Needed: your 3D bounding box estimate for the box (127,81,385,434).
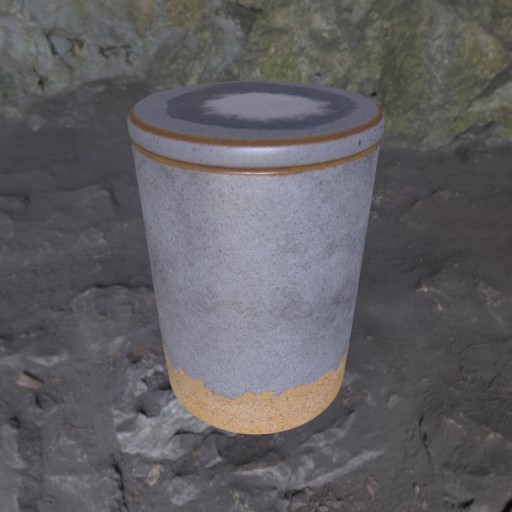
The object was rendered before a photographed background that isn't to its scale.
[{"bbox_3d":[0.000,0.000,0.250,0.118,0.168,0.118,0,32,0],"label":"box"}]
